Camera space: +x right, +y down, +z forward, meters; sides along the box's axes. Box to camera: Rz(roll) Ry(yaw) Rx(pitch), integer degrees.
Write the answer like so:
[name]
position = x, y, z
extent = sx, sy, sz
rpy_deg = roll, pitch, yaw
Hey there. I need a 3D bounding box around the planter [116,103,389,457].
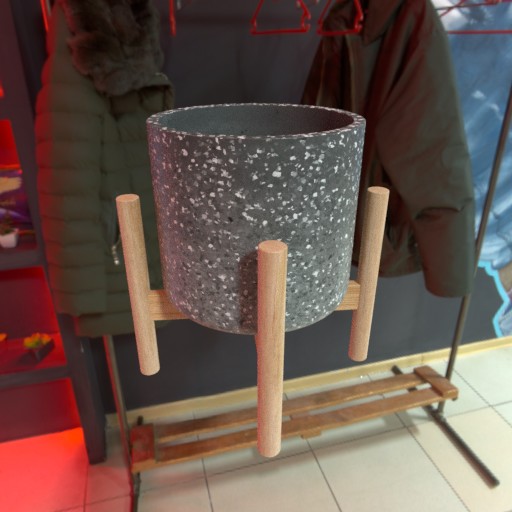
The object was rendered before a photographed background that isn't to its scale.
[planter]
position = 0.000, 0.000, 0.529
extent = 0.284, 0.320, 0.284
rpy_deg = 8, 27, 15
